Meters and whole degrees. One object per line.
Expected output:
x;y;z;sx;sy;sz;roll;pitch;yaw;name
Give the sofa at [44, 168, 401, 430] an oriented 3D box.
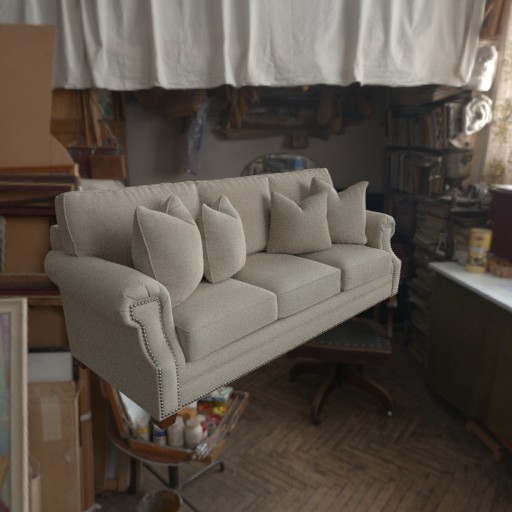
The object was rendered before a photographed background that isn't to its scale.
0.000;0.000;2.818;0.965;0.975;2.312;15;22;42;sofa
